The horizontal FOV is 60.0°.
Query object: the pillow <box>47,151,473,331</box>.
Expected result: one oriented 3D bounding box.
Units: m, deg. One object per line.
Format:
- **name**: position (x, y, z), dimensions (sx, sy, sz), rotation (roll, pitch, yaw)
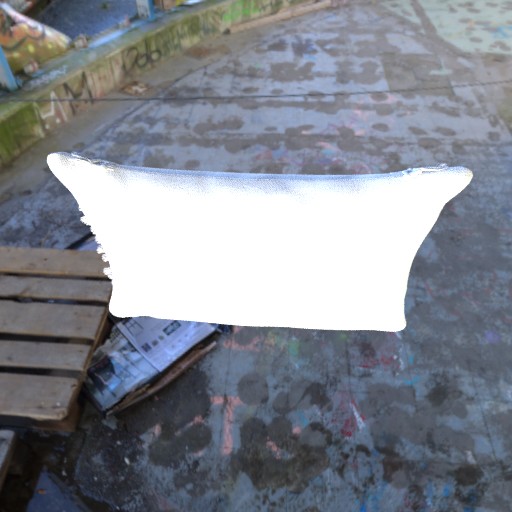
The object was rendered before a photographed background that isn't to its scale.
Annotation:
- **pillow**: position (0.000, 0.000, 0.588), dimensions (0.466, 0.305, 0.084), rotation (2, 47, 2)
